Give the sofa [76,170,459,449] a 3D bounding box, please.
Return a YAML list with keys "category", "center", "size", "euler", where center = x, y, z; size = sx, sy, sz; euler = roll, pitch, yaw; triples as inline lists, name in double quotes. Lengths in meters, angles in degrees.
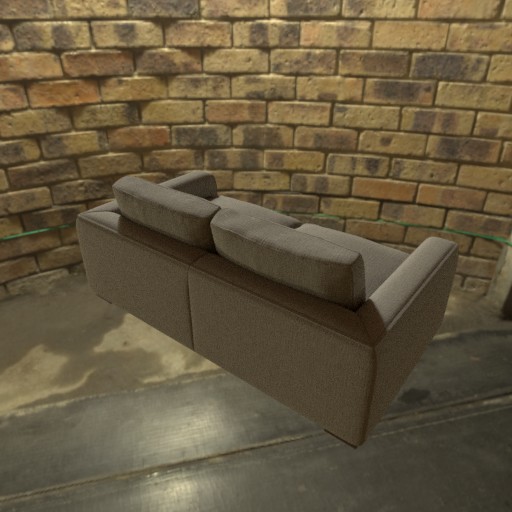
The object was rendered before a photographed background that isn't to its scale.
- category: "sofa"
  center: [0.000, 0.000, 2.513]
  size: [1.920, 0.800, 1.069]
  euler: [21, 36, 32]
